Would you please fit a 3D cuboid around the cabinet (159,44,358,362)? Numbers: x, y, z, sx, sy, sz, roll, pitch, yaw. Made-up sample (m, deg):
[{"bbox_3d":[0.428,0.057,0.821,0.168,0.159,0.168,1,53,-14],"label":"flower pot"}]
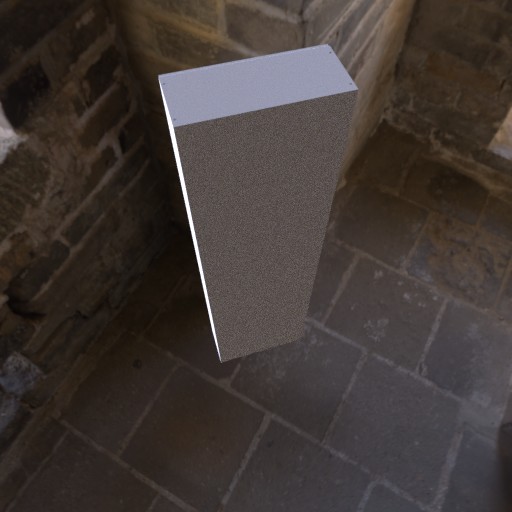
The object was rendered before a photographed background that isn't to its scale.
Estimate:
[{"bbox_3d":[0.000,0.000,1.957,0.500,1.790,0.230,-14,59,-9],"label":"cabinet"}]
